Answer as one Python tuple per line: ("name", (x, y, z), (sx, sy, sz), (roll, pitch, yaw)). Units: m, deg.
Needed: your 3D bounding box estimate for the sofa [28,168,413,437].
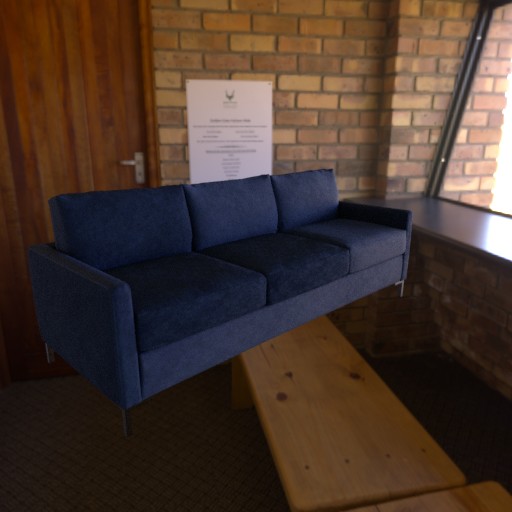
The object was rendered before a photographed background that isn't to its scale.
("sofa", (0.000, 0.000, 2.613), (2.252, 0.879, 0.875), (-15, 22, -42))
